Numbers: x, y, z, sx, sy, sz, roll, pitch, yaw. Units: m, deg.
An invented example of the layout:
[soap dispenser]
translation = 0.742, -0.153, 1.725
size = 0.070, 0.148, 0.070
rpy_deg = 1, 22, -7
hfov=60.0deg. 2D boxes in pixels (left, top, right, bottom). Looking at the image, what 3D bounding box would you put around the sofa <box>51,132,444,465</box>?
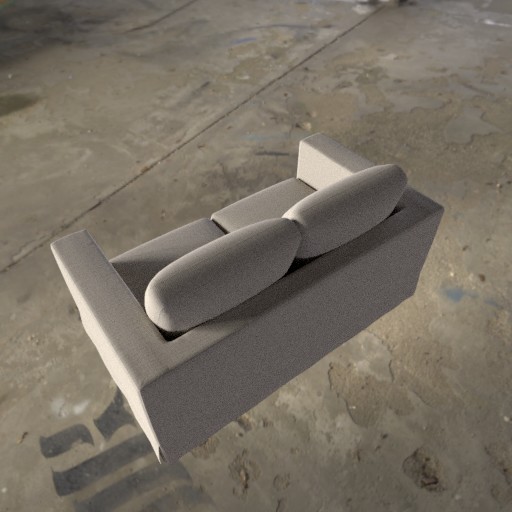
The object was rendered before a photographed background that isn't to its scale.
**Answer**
[sofa]
translation = 0.000, 0.000, 2.405
size = 1.813, 0.932, 1.009
rpy_deg = -28, 51, -25
